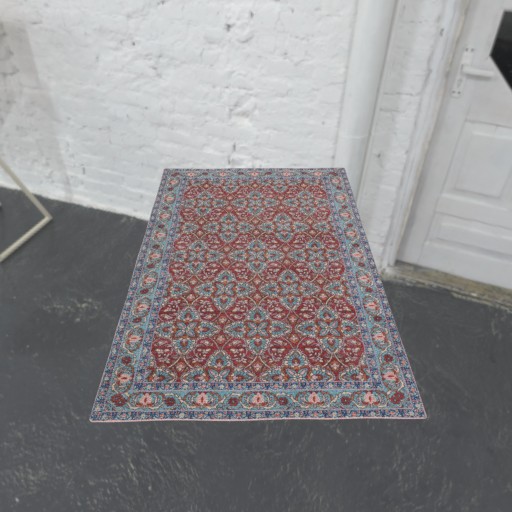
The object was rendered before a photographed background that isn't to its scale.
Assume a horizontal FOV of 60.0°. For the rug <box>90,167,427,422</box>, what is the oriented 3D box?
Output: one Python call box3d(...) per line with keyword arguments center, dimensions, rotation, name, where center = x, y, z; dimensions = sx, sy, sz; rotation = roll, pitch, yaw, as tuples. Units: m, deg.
box3d(center=(0.000, 0.000, 2.291), dimensions=(1.219, 0.009, 1.829), rotation=(0, 40, 0), name="rug")
